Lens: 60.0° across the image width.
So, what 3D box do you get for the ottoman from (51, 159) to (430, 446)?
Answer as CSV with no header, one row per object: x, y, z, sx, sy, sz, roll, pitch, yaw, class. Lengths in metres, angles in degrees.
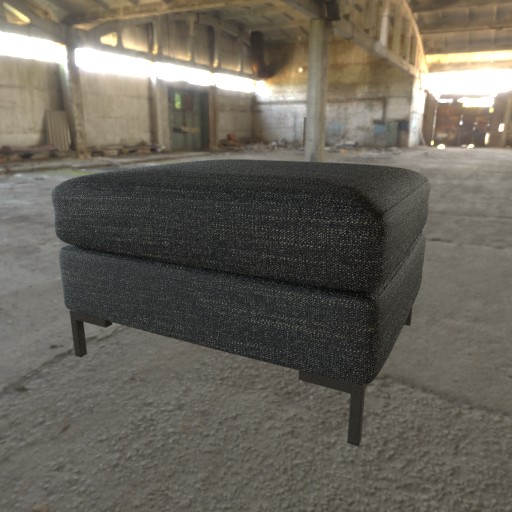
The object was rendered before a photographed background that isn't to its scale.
0.000,0.000,1.209,0.814,0.491,0.667,8,18,26,ottoman
